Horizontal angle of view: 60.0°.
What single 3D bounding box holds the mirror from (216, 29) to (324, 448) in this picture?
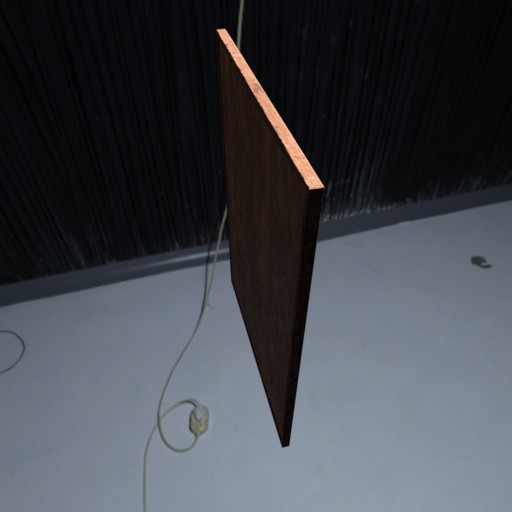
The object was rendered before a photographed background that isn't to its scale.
[{"bbox_3d":[0.000,0.000,1.408,0.028,1.099,0.796,-11,46,-11],"label":"mirror"}]
